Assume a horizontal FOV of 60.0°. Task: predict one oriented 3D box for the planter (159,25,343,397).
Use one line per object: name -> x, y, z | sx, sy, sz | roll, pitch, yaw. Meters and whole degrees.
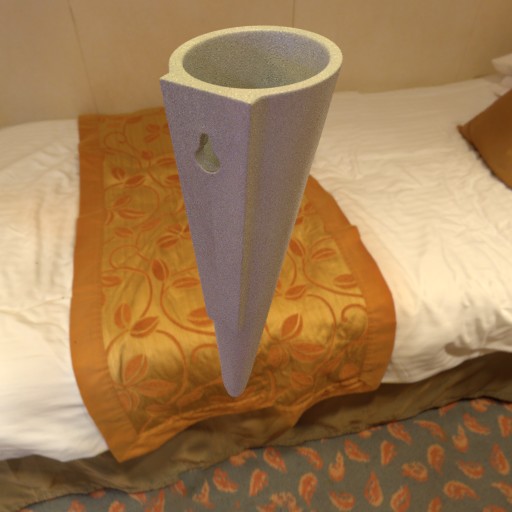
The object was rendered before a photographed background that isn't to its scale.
planter -> 0.000, 0.000, 0.218 | 0.057, 0.191, 0.064 | 23, 49, 21
